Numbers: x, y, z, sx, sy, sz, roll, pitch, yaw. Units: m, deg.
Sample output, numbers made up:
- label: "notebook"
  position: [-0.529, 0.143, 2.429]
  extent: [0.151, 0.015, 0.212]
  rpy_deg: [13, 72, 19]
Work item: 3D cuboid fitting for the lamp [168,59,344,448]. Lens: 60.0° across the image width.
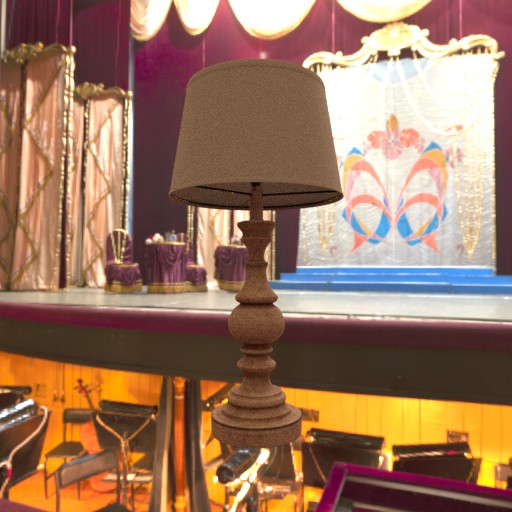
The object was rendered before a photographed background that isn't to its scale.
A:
- label: "lamp"
  position: [0.000, 0.000, 0.871]
  extent: [0.340, 0.678, 0.340]
  rpy_deg: [0, -2, 0]
